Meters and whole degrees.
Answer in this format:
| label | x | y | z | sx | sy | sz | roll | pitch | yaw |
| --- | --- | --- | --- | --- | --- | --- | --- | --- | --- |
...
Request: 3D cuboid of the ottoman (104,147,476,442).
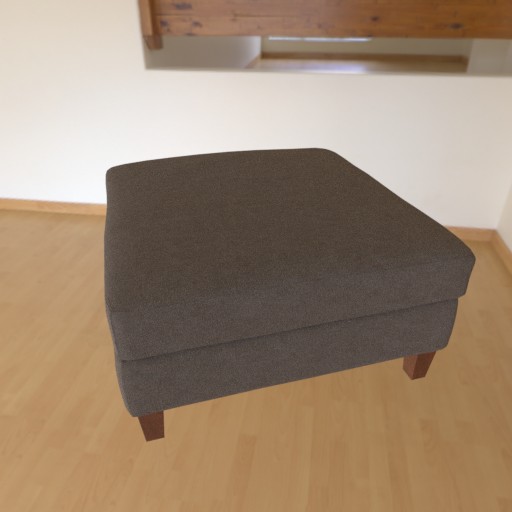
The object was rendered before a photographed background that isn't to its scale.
| label | x | y | z | sx | sy | sz | roll | pitch | yaw |
| --- | --- | --- | --- | --- | --- | --- | --- | --- | --- |
| ottoman | 0.000 | 0.000 | 1.386 | 0.861 | 0.482 | 0.881 | -8 | 32 | -14 |
